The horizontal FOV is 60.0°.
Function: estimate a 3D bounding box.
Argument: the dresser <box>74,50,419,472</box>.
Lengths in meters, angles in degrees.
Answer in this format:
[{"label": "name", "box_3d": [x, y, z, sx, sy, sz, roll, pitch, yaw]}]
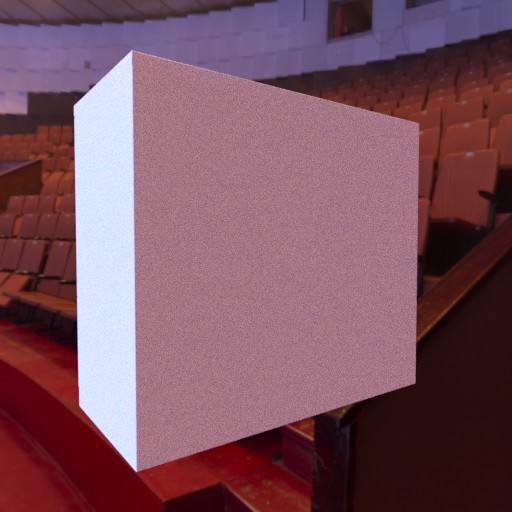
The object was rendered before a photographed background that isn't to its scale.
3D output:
[{"label": "dresser", "box_3d": [0.000, 0.000, 1.188, 0.830, 0.740, 0.420, -2, 3, -36]}]
